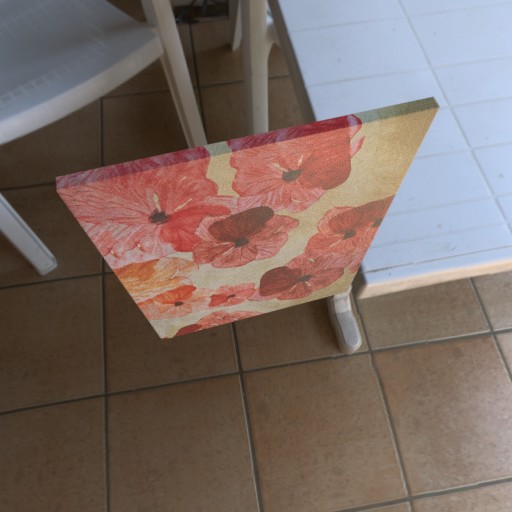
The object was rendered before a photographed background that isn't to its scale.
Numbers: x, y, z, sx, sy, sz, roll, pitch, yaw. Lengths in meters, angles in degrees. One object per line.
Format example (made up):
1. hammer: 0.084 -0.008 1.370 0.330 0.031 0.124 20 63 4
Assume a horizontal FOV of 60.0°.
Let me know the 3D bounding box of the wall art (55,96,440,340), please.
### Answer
1. wall art: 0.000 0.000 1.309 0.762 1.015 0.031 -14 65 -7
